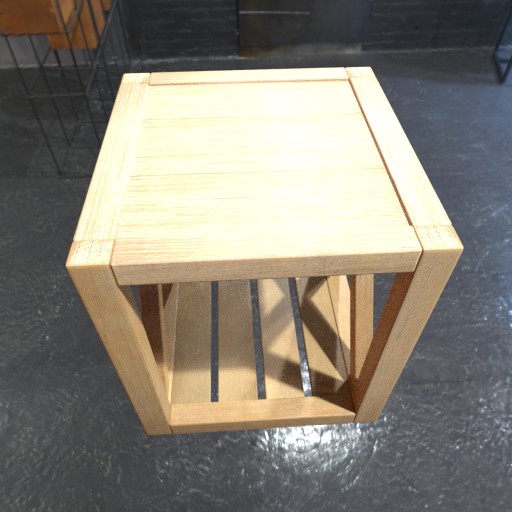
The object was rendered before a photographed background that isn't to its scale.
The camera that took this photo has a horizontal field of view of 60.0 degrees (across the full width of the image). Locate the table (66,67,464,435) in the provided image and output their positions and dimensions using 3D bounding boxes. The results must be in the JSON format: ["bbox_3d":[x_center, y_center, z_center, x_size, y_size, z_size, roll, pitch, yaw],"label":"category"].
[{"bbox_3d":[0.000,0.000,1.015,0.558,0.610,0.559,-3,48,-2],"label":"table"}]
